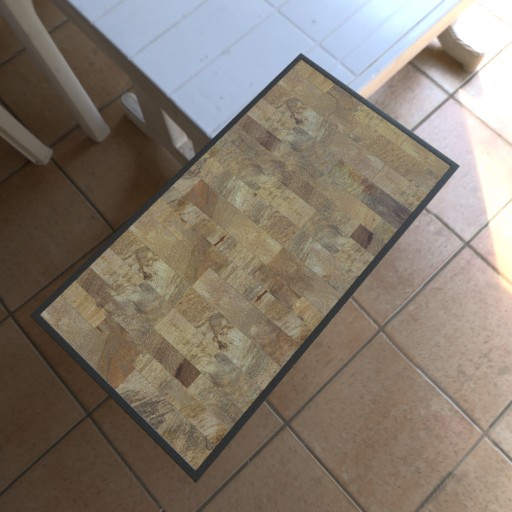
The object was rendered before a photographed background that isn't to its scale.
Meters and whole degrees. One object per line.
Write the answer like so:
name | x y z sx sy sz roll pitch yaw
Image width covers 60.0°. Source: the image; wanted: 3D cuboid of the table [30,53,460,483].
table | 0.000 0.000 1.510 0.649 0.398 1.199 40 77 11
